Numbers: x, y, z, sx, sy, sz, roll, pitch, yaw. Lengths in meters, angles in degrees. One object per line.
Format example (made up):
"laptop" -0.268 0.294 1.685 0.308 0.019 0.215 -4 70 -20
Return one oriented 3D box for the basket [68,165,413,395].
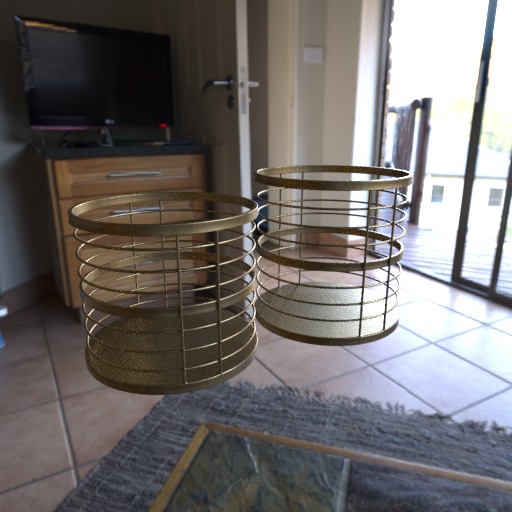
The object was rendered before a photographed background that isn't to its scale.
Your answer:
"basket" 0.000 0.000 0.981 0.746 0.351 0.356 -8 18 -26
